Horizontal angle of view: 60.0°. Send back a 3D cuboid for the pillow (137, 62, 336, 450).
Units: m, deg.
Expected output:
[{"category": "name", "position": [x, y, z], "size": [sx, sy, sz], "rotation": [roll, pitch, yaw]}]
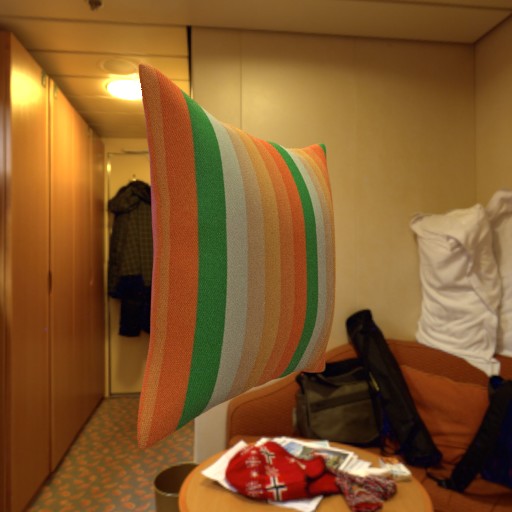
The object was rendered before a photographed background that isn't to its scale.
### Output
[{"category": "pillow", "position": [0.000, 0.000, 0.687], "size": [0.169, 0.444, 0.453], "rotation": [-1, -1, 36]}]
